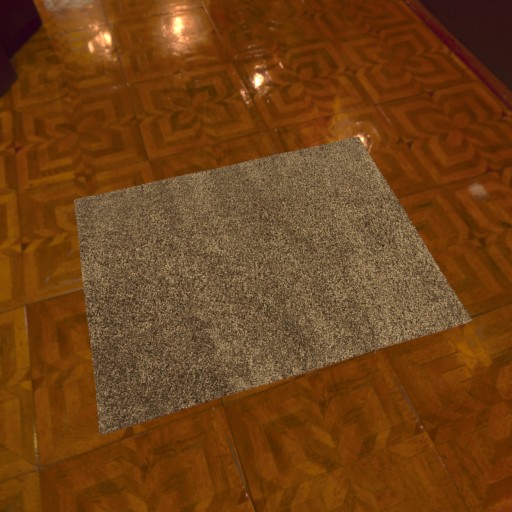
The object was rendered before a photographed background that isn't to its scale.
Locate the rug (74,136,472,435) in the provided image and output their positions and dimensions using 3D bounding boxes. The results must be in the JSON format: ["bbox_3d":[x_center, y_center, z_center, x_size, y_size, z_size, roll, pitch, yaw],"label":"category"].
[{"bbox_3d":[0.000,0.000,2.114,1.601,0.025,1.198,-14,59,-9],"label":"rug"}]
